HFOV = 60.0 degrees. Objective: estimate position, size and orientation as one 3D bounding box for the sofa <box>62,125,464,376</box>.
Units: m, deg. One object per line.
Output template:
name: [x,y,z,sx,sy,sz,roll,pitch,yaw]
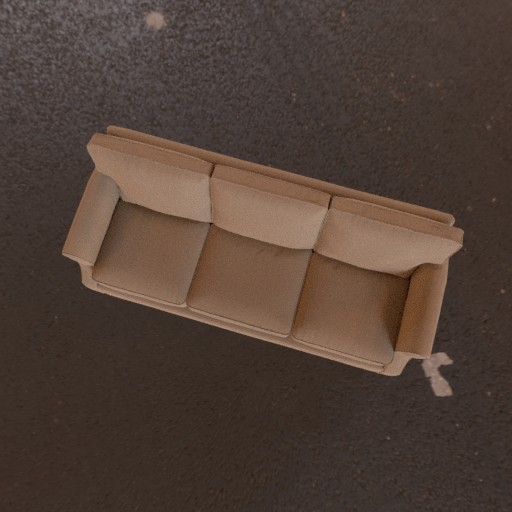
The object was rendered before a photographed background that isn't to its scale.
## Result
sofa: [0.000,0.000,2.877,2.354,0.948,0.966,16,76,4]
